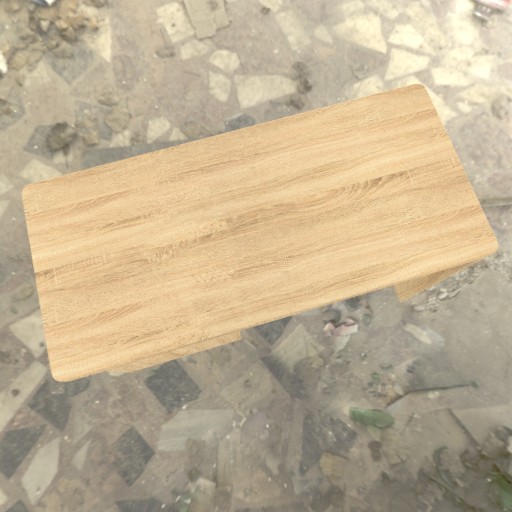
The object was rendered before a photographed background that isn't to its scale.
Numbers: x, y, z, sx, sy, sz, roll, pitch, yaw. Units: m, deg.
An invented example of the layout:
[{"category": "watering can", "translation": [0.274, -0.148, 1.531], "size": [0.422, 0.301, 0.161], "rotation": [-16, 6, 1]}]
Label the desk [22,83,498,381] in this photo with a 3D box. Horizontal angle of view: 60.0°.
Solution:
[{"category": "desk", "translation": [0.000, 0.000, 1.568], "size": [1.200, 0.760, 0.550], "rotation": [-16, 75, -4]}]
